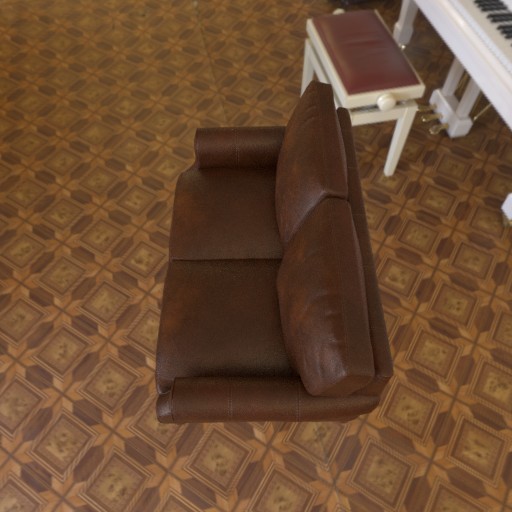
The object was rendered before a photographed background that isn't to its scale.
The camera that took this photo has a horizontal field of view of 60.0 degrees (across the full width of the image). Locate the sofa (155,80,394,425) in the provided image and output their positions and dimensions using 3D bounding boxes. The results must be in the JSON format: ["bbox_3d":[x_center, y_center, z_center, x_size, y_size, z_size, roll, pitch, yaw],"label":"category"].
[{"bbox_3d":[0.000,0.000,2.214,0.990,0.976,1.616,0,58,0],"label":"sofa"}]
